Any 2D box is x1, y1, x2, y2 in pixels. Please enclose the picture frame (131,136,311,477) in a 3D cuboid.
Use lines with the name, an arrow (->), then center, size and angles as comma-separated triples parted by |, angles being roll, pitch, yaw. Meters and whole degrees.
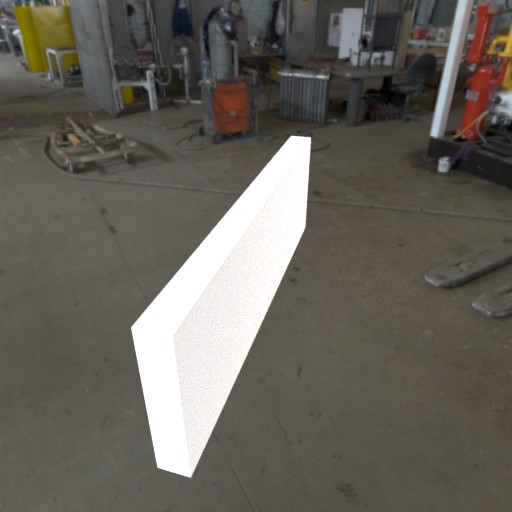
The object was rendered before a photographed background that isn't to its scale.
picture frame -> 0.000, 0.000, 0.848 | 0.050, 0.250, 0.759 | 9, 32, 15
